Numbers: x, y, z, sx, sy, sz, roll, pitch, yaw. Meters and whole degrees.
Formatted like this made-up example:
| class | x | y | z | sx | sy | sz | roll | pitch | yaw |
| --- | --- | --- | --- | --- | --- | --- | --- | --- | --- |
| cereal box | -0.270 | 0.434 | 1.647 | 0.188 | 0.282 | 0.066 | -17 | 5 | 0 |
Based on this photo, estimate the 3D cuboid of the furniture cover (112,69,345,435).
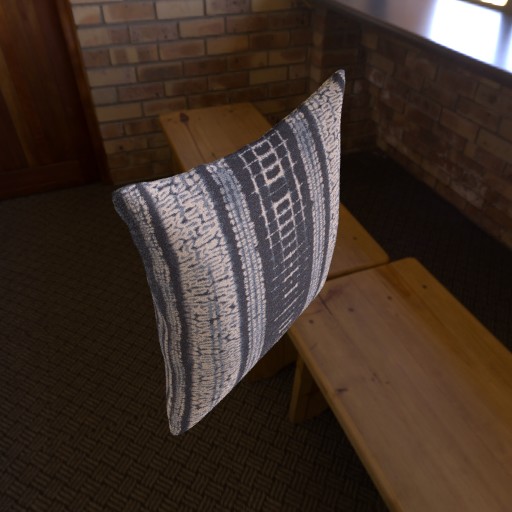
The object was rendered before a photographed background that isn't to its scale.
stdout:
| class | x | y | z | sx | sy | sz | roll | pitch | yaw |
| --- | --- | --- | --- | --- | --- | --- | --- | --- | --- |
| furniture cover | 0.000 | 0.000 | 0.663 | 0.133 | 0.435 | 0.425 | 26 | 47 | 27 |
